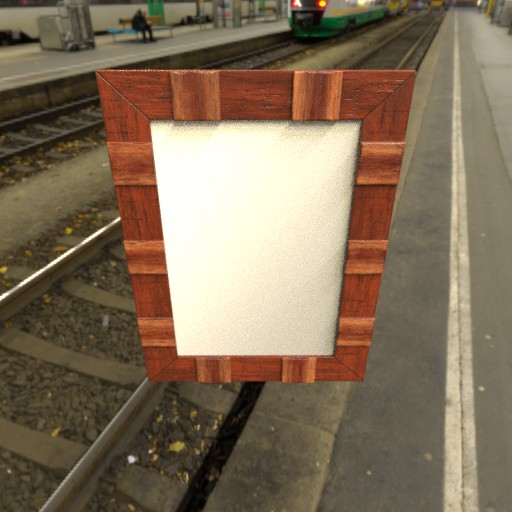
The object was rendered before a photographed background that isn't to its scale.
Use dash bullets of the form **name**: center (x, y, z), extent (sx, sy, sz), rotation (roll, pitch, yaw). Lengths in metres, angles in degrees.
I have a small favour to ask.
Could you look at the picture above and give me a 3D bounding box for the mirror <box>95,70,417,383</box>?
- **mirror**: center (0.000, 0.000, 1.034), extent (0.600, 0.805, 0.021), rotation (0, 30, 0)
